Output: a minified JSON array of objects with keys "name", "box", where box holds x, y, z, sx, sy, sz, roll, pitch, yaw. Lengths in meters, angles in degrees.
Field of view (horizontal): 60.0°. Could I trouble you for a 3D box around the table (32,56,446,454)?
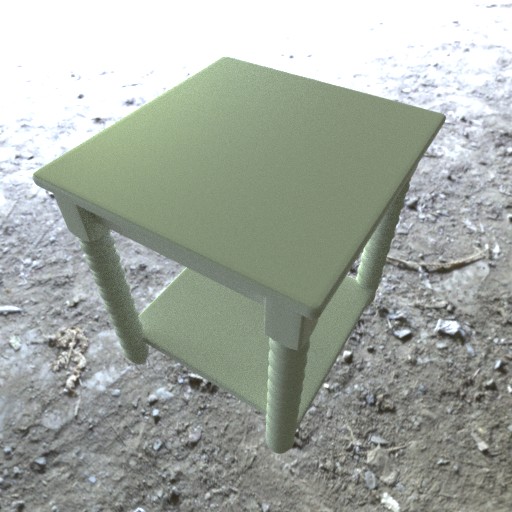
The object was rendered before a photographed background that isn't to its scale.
[{"name":"table","box":[0.000,0.000,0.955,0.500,0.563,0.533,24,51,21]}]
